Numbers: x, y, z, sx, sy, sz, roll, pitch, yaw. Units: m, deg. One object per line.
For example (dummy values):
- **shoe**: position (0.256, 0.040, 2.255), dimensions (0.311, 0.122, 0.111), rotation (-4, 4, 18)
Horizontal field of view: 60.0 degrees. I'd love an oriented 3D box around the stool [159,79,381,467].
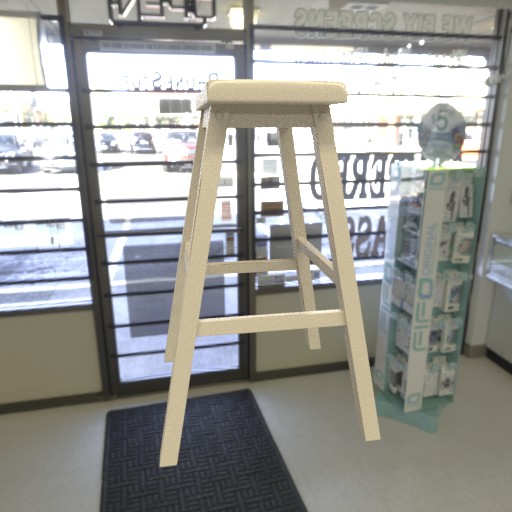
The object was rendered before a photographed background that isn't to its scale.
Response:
- **stool**: position (0.000, 0.000, 1.049), dimensions (0.476, 0.737, 0.457), rotation (-3, 16, -10)
